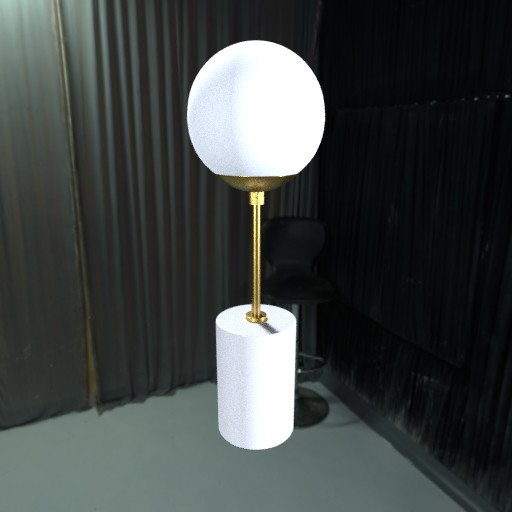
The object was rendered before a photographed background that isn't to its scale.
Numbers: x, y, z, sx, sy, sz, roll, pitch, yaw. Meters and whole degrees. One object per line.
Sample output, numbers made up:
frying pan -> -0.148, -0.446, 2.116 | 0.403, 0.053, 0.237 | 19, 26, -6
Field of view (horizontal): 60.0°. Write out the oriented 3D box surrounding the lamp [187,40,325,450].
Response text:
lamp -> 0.000, 0.000, 0.543 | 0.153, 0.480, 0.153 | 0, 15, 0
